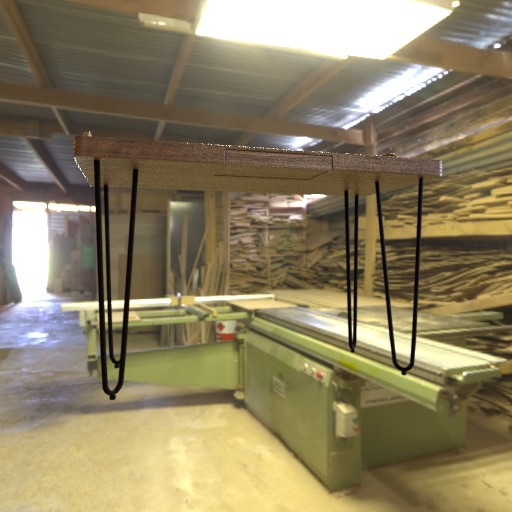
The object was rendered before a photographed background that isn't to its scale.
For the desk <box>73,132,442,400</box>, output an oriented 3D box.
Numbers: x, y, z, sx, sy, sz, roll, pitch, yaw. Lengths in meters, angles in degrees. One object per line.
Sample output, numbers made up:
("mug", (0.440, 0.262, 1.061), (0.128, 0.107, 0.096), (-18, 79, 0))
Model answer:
("desk", (0.000, 0.000, 1.642), (1.200, 0.854, 0.565), (0, 0, -16))
